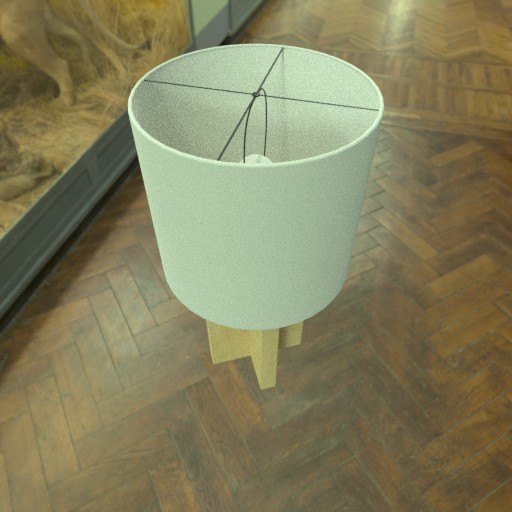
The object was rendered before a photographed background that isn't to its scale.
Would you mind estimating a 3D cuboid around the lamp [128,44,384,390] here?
[{"bbox_3d":[0.000,0.000,0.556,0.229,0.428,0.229,-11,47,-10],"label":"lamp"}]
